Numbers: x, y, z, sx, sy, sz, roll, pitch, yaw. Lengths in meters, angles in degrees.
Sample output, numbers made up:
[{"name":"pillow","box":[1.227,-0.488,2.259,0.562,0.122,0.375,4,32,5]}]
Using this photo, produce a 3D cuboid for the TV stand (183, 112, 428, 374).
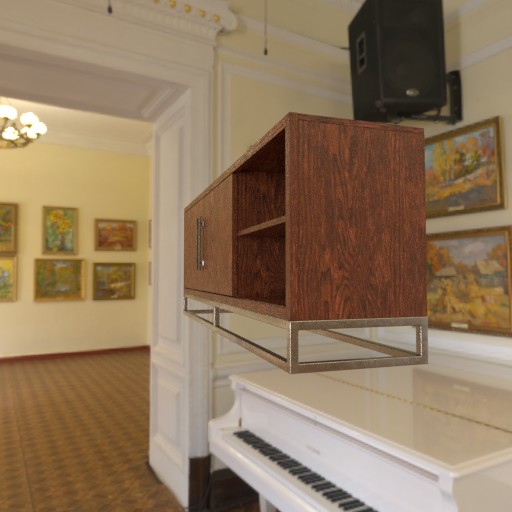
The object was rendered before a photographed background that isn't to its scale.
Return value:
[{"name":"TV stand","box":[0.000,0.000,1.758,0.382,0.578,1.541,1,-2,-18]}]
